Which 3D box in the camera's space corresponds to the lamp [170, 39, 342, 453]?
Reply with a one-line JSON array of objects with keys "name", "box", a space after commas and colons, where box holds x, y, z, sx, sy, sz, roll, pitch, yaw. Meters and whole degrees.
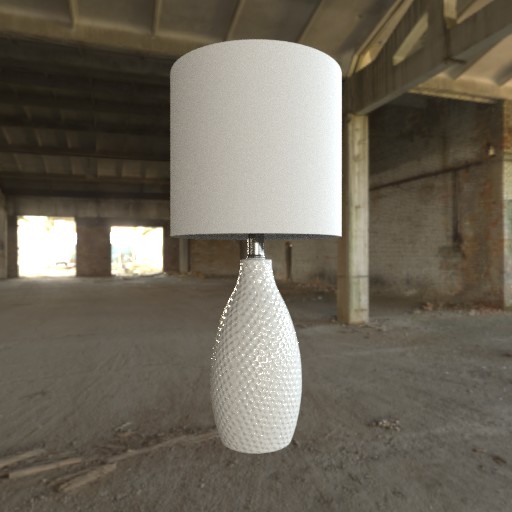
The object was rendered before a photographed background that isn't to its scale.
[{"name": "lamp", "box": [0.000, 0.000, 0.567, 0.214, 0.466, 0.214, 0, 0, -19]}]
